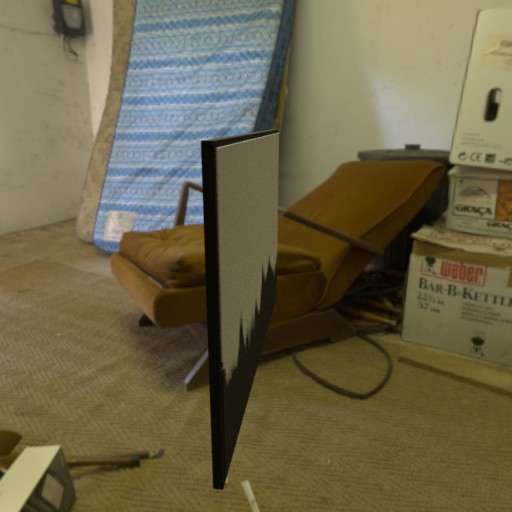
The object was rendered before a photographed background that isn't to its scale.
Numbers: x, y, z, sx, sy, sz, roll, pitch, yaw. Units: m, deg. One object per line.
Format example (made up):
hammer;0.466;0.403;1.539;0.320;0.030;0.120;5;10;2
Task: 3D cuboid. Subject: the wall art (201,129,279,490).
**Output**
wall art;0.000;0.000;1.500;0.028;0.805;1.190;3;17;8
